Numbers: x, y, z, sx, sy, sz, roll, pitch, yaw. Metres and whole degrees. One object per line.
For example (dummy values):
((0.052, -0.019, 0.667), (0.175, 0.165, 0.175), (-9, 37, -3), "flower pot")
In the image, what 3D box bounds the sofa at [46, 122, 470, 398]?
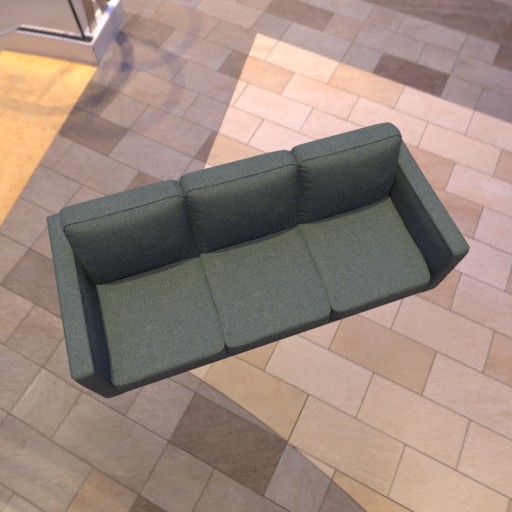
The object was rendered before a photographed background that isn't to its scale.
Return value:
((0.000, 0.000, 2.481), (2.013, 0.945, 0.935), (-17, 65, -8), "sofa")
